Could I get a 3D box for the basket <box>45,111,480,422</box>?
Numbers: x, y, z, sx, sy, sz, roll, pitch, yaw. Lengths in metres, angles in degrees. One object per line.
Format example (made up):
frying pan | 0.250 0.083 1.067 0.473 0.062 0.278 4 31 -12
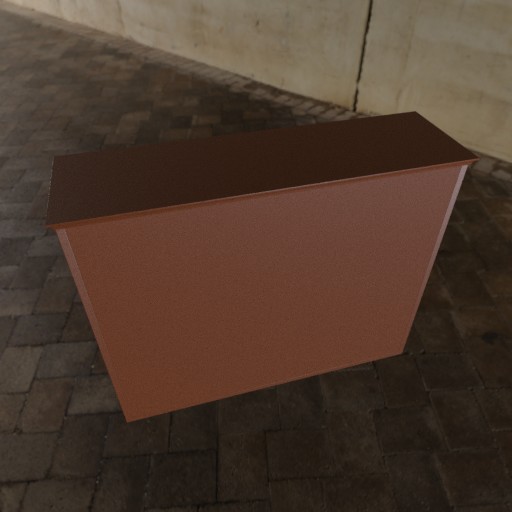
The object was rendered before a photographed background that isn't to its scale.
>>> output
basket | 0.000 0.000 1.115 0.792 0.625 0.376 -11 42 -12
